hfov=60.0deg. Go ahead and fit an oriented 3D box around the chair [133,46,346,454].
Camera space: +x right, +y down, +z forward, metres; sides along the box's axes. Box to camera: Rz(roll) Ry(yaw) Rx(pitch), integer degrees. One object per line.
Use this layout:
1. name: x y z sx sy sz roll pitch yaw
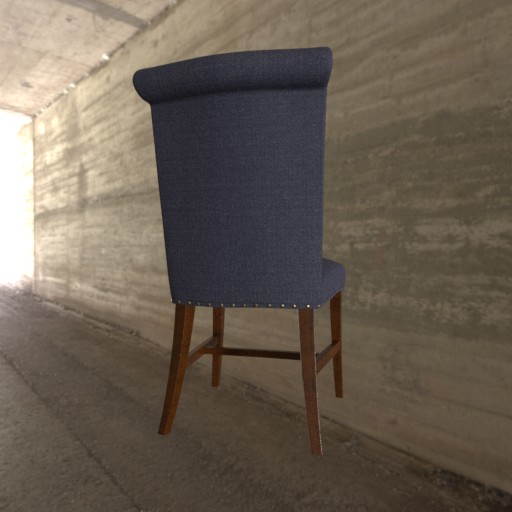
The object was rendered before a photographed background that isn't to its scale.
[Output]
1. chair: 0.000 0.000 1.344 0.513 0.988 0.608 0 1 16
